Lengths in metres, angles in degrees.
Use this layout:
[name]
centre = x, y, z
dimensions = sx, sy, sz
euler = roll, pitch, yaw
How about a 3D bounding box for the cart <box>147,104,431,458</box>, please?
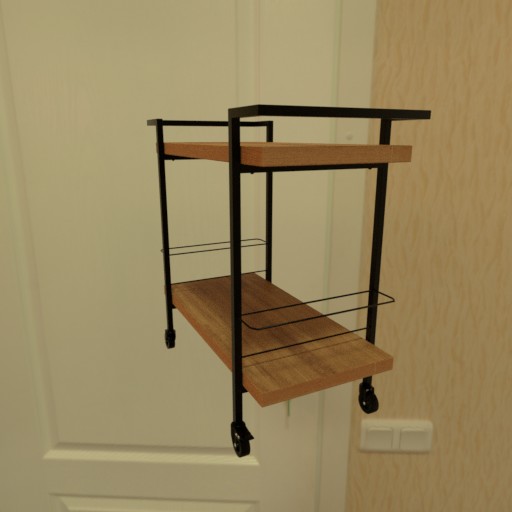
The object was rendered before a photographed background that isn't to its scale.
[cart]
centre = 0.000, 0.000, 1.266
dimensions = 0.406, 0.762, 0.806
euler = -7, 17, -25
